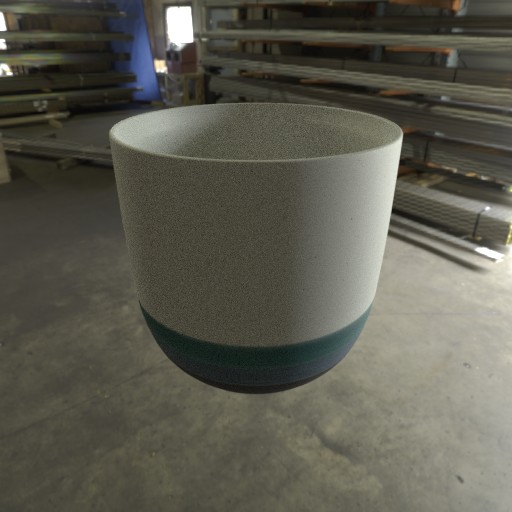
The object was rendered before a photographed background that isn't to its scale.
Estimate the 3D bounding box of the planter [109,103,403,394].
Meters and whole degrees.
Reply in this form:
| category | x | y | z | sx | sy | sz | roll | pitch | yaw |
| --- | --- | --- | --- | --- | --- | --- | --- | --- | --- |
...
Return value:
| category | x | y | z | sx | sy | sz | roll | pitch | yaw |
| --- | --- | --- | --- | --- | --- | --- | --- | --- | --- |
| planter | 0.000 | 0.000 | 0.368 | 0.204 | 0.214 | 0.204 | 0 | 27 | 0 |
